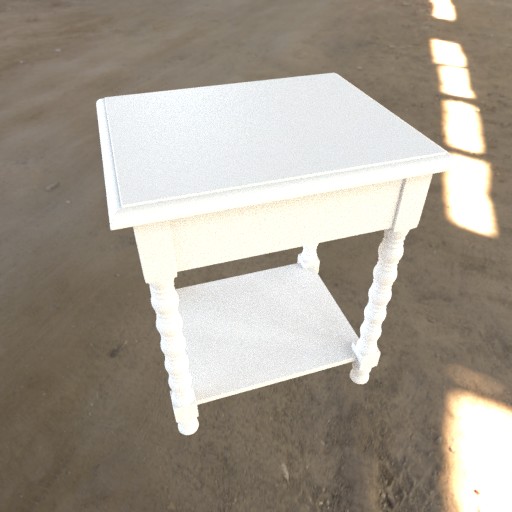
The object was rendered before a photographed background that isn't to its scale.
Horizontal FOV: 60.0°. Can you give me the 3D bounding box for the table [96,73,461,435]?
[{"bbox_3d":[0.000,0.000,0.842,0.460,0.531,0.381,-12,41,-14],"label":"table"}]
